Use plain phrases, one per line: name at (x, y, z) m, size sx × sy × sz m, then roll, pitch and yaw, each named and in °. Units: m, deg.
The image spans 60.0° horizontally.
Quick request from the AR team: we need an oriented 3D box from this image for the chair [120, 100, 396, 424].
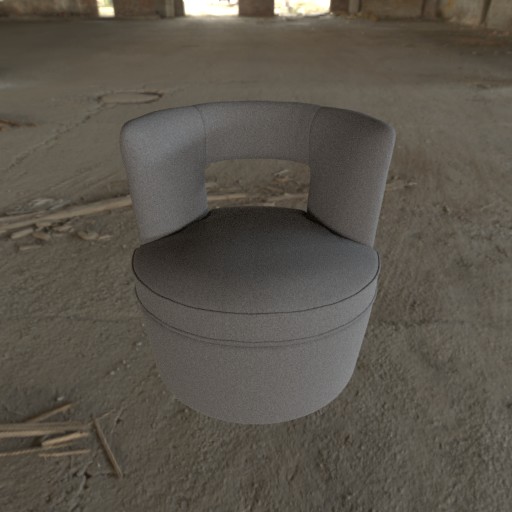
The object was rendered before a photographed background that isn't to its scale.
chair at (0.000, 0.000, 1.252) m, size 0.689 × 0.719 × 0.660 m, roll 1°, pitch 31°, yaw 1°
